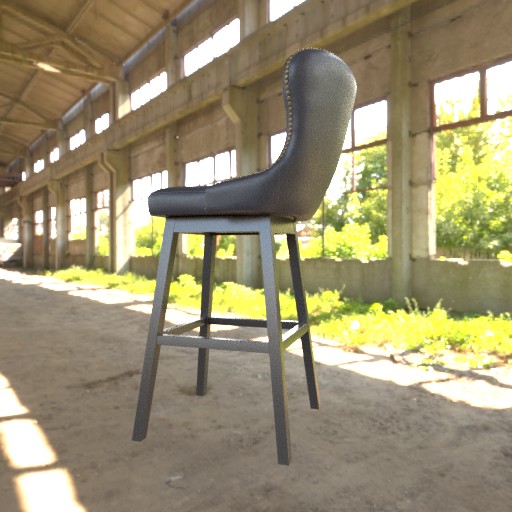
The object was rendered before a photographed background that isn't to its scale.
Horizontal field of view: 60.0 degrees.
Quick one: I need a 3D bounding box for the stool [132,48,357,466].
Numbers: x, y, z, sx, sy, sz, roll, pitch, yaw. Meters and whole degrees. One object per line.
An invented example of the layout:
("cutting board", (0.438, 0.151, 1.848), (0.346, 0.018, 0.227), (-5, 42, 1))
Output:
("stool", (0.000, 0.000, 1.370), (0.601, 1.050, 0.528), (0, 1, 19))
